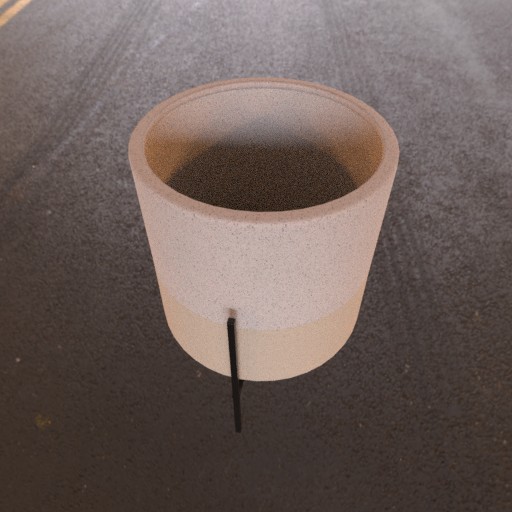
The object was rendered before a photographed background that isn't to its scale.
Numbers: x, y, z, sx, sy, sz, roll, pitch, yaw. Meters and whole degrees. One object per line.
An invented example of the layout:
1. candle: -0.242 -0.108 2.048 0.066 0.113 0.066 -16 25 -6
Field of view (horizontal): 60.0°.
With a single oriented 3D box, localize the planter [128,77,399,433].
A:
1. planter: 0.000 0.000 0.670 0.335 0.423 0.313 32 54 27
